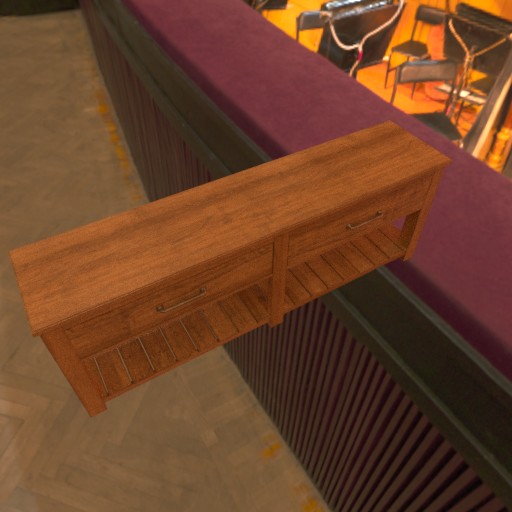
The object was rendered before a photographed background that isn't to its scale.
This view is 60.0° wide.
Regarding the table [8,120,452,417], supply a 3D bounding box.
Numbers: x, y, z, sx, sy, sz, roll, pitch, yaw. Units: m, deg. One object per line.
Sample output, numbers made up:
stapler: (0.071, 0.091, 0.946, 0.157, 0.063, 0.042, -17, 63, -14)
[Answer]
table: (0.000, 0.000, 2.009, 1.815, 0.635, 0.425, -23, 51, -21)
